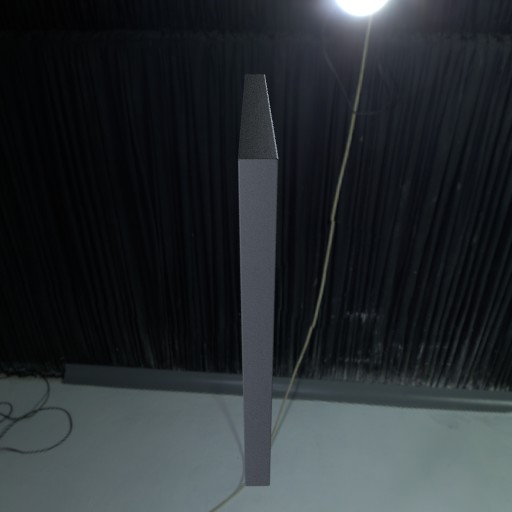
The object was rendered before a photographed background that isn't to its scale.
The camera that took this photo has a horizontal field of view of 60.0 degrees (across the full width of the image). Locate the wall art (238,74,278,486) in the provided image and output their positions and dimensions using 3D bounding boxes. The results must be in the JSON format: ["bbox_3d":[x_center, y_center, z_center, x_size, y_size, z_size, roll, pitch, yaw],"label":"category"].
[{"bbox_3d":[0.000,0.000,0.758,0.037,0.508,0.508,0,31,0],"label":"wall art"}]
